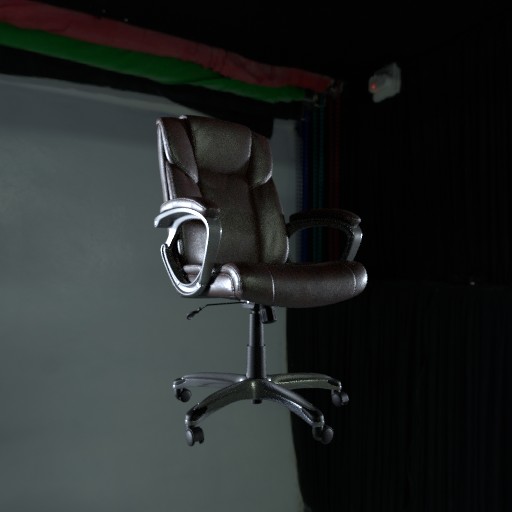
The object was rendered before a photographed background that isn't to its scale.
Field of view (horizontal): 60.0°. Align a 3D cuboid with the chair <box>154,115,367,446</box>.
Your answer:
[{"bbox_3d":[0.000,0.000,1.597,0.656,1.128,0.692,0,0,-35],"label":"chair"}]
